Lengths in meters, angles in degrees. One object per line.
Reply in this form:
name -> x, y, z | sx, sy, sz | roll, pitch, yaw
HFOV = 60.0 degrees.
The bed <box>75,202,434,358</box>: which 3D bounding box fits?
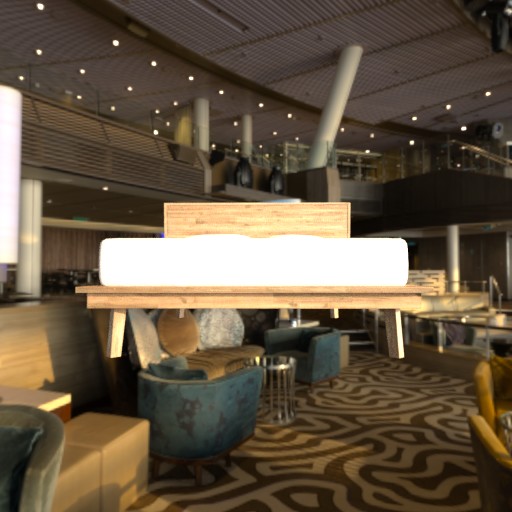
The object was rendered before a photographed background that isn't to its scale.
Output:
bed -> 0.000, 0.000, 3.166 | 1.759, 1.071, 2.145 | 0, -2, 1
